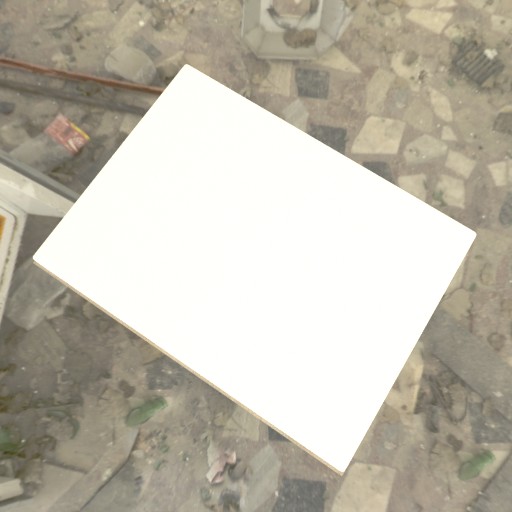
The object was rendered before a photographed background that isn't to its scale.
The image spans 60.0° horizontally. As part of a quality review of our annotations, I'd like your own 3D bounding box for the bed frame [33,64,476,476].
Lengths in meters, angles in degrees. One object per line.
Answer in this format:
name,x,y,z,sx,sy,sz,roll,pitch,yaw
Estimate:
bed frame,0.000,0.000,2.567,1.944,0.490,1.448,32,79,7
